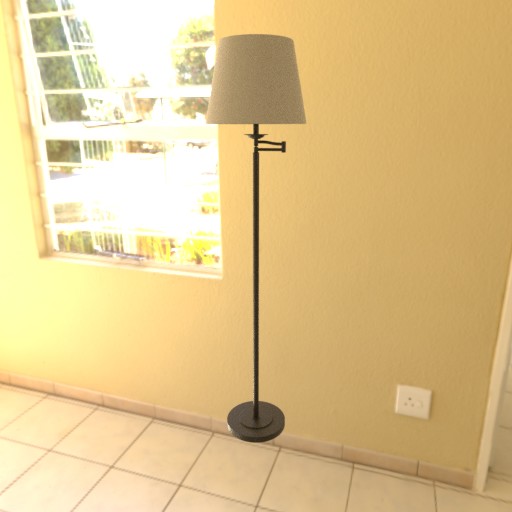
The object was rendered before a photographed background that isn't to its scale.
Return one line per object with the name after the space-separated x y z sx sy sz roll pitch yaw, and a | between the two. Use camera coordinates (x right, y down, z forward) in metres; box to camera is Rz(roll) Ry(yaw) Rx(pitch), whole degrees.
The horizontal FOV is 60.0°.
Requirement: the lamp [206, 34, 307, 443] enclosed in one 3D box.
0.000 0.000 1.667 0.348 1.473 0.348 2 16 8 | lamp
